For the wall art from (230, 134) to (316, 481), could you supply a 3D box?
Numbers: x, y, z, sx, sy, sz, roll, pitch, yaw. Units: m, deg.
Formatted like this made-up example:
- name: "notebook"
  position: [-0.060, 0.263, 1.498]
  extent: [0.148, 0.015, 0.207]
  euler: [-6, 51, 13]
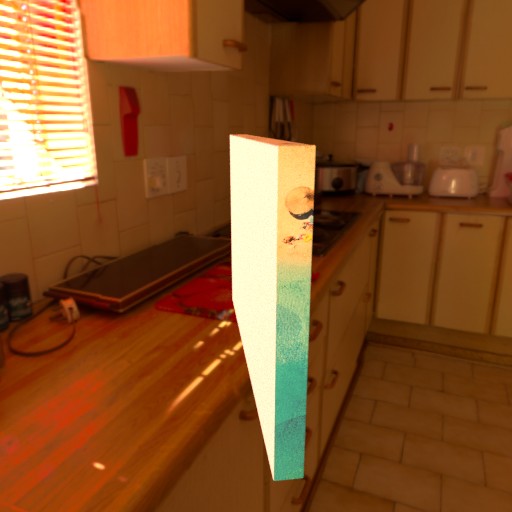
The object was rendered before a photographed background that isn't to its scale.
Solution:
- name: "wall art"
  position: [0.000, 0.000, 0.786]
  extent: [0.039, 0.406, 0.609]
  euler: [-2, 16, -7]
